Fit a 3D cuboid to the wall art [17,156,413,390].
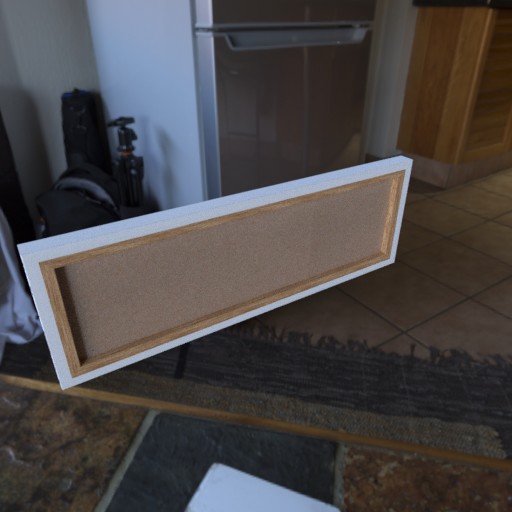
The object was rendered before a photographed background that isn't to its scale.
[{"bbox_3d":[0.000,0.000,0.847,0.766,0.256,0.036,-17,34,-27],"label":"wall art"}]
